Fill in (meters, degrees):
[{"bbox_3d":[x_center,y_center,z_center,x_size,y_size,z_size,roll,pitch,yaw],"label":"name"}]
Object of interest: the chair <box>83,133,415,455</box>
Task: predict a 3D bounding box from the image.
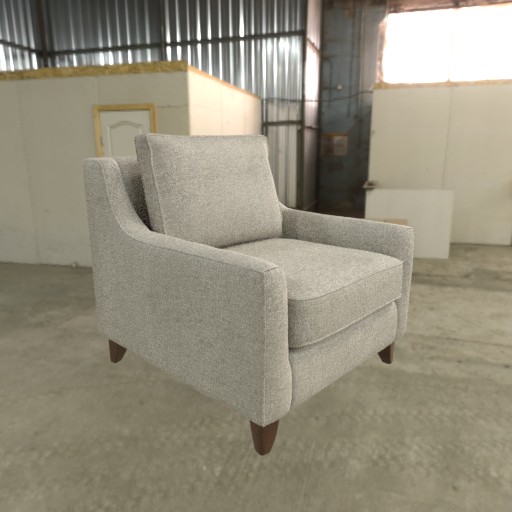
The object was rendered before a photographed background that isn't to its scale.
[{"bbox_3d":[0.000,0.000,1.615,0.918,0.864,0.838,14,20,42],"label":"chair"}]
